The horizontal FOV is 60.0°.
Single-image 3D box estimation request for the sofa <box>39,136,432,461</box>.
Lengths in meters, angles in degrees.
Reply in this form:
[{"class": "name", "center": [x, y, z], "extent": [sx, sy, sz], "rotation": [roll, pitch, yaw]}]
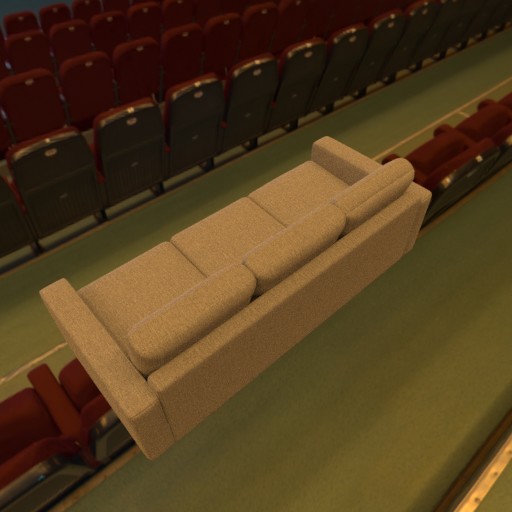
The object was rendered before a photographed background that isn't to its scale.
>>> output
[{"class": "sofa", "center": [0.000, 0.000, 2.555], "extent": [2.120, 0.800, 0.900], "rotation": [-33, 55, -27]}]
